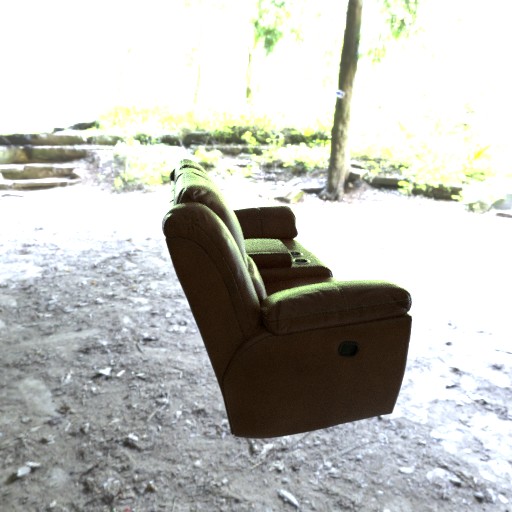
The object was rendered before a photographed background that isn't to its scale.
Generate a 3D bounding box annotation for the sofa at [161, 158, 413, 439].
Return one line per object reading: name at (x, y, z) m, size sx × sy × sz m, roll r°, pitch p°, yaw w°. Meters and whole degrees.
sofa at (0.000, 0.000, 2.610) m, size 0.991 × 1.043 × 2.058 m, roll -3°, pitch 16°, yaw -9°
